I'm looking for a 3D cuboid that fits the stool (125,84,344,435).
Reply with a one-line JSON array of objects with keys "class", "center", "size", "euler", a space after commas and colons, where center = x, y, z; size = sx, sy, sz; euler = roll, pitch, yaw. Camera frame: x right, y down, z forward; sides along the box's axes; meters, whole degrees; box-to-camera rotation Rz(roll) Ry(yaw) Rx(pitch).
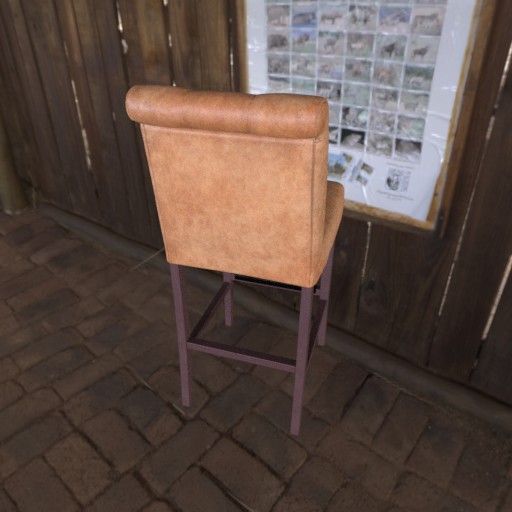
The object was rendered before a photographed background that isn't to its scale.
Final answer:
[{"class": "stool", "center": [0.000, 0.000, 1.467], "size": [0.493, 1.140, 0.601], "euler": [9, 33, 15]}]
